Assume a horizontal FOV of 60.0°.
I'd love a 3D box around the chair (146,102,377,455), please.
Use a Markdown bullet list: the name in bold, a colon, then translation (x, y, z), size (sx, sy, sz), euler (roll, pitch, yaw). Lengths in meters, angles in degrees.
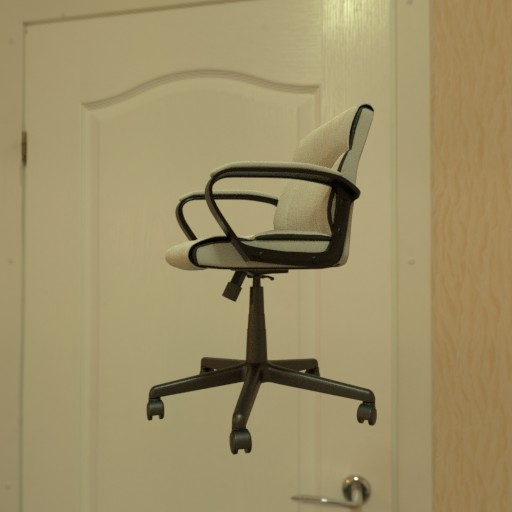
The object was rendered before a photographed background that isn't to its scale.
- **chair**: translation (0.000, 0.000, 1.492), size (0.717, 1.004, 0.739), euler (0, -1, -18)
